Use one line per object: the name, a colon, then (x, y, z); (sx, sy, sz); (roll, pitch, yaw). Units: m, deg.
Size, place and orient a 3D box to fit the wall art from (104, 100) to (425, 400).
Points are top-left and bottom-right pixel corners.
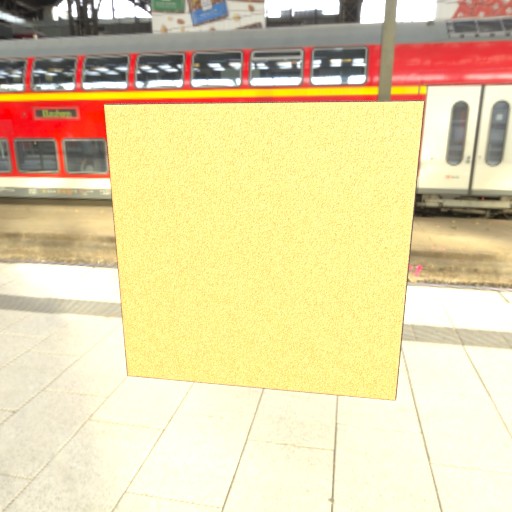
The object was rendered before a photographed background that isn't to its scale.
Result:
wall art: (0.000, 0.000, 0.690); (0.456, 0.453, 0.022); (3, 16, 9)
